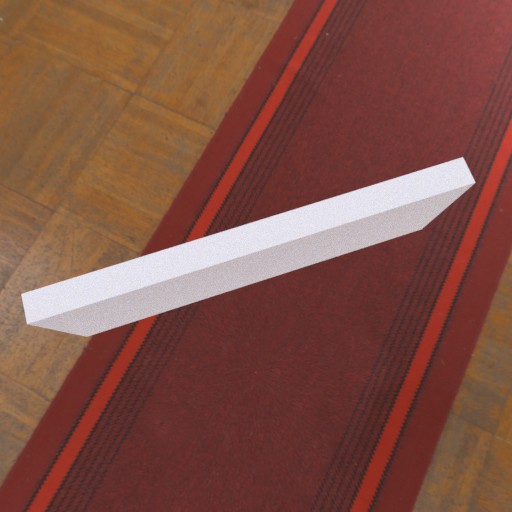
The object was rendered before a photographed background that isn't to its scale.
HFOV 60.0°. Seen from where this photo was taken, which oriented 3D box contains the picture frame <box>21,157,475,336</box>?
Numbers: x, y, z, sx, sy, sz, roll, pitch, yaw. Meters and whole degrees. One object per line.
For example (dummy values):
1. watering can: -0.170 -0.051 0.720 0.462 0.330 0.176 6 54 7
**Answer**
1. picture frame: 0.000 0.000 0.840 0.759 0.250 0.050 -18 76 -5
